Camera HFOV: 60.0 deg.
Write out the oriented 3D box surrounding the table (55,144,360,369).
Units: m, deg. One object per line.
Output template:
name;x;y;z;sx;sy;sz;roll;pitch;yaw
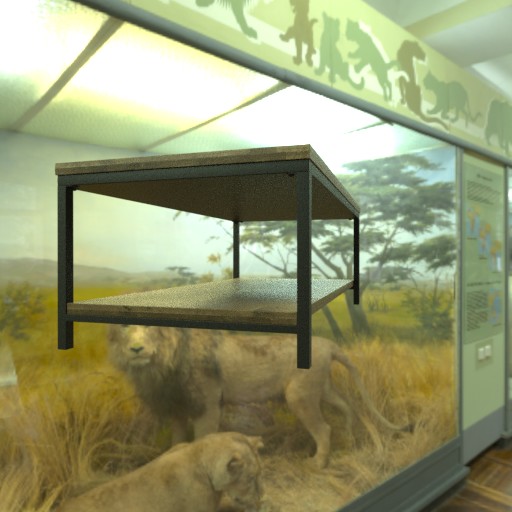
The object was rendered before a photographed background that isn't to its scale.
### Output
table;0.000;0.000;1.388;0.551;0.399;1.100;0;0;18
